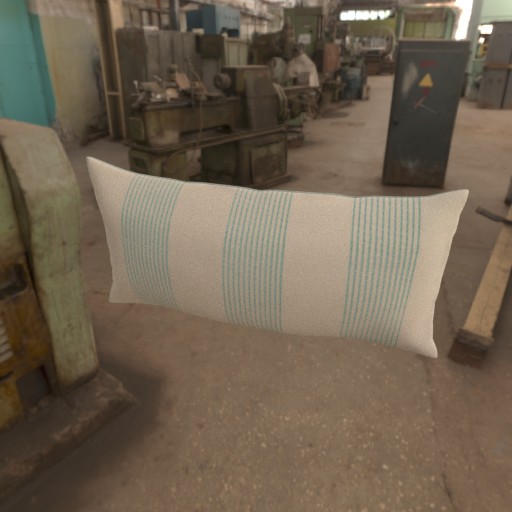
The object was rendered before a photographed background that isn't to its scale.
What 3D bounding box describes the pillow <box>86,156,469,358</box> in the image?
[{"bbox_3d":[0.000,0.000,0.735,0.610,0.287,0.151,8,27,15],"label":"pillow"}]
